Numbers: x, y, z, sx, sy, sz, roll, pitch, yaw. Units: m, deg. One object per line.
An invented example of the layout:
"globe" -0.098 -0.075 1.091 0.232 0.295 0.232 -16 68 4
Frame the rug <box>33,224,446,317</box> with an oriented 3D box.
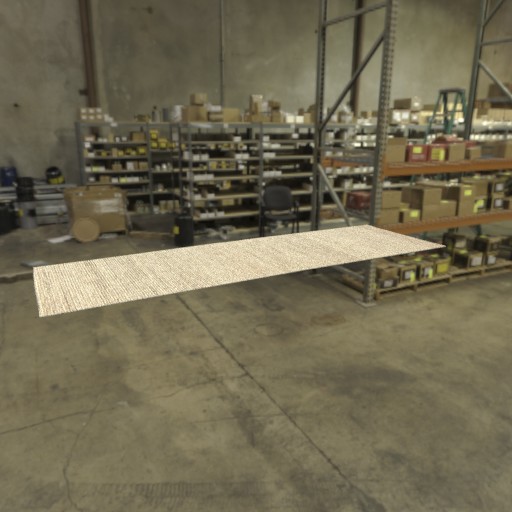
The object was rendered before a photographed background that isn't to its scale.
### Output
"rug" 0.000 0.000 2.648 2.390 0.014 0.741 -8 18 -26
